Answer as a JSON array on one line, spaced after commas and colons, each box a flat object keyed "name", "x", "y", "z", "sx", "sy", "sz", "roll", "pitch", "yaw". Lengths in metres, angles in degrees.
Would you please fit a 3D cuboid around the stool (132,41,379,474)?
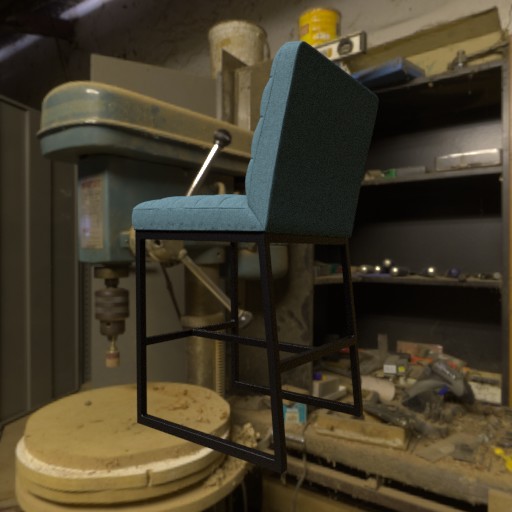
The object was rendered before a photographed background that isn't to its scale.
[{"name": "stool", "x": 0.000, "y": 0.000, "z": 1.269, "sx": 0.560, "sy": 0.940, "sz": 0.460, "roll": 0, "pitch": 0, "yaw": 36}]
